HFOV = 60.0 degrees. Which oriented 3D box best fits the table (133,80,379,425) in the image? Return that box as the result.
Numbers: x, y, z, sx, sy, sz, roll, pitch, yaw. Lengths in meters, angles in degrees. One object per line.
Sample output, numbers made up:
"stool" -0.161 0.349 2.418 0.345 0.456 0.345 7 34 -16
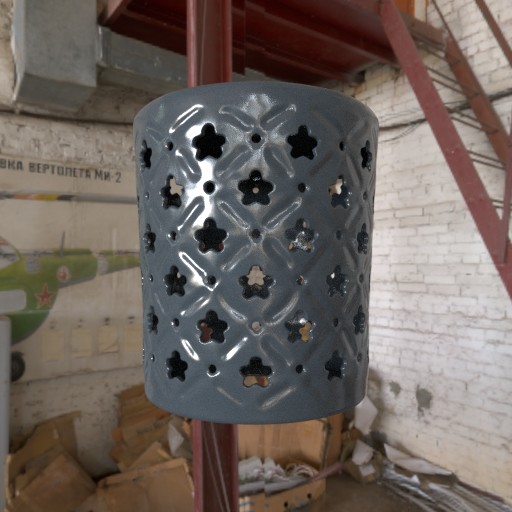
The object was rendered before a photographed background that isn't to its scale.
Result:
"table" 0.000 0.000 0.653 0.352 0.387 0.352 0 -1 0
